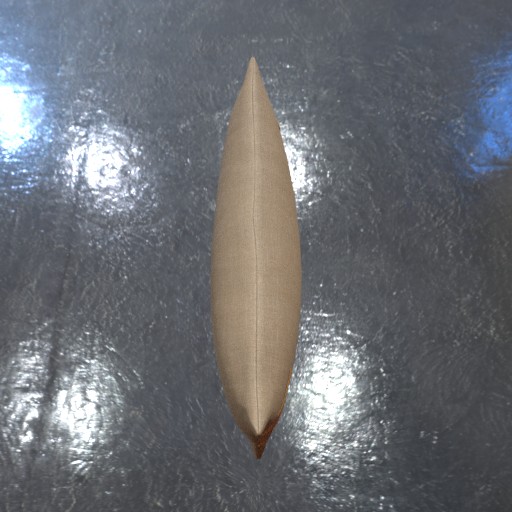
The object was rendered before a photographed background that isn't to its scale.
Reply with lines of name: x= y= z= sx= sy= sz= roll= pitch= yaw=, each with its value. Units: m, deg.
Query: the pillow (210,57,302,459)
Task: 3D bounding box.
pillow: x=0.000 y=0.000 z=0.750 sx=0.148 sy=0.308 sz=0.612 roll=-1 pitch=63 yaw=0
